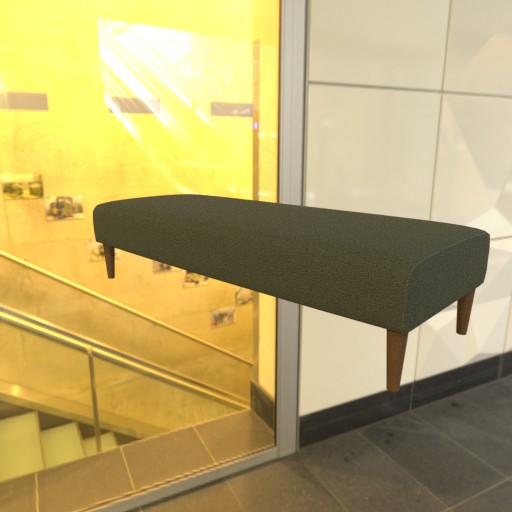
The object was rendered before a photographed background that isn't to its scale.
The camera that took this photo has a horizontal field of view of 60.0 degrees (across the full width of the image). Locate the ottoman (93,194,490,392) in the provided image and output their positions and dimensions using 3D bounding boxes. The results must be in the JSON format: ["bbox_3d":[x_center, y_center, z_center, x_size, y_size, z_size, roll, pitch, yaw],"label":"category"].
[{"bbox_3d":[0.000,0.000,1.840,1.609,0.393,0.646,13,19,42],"label":"ottoman"}]
